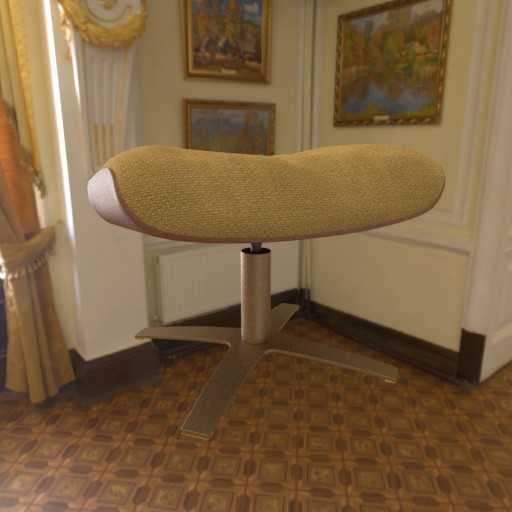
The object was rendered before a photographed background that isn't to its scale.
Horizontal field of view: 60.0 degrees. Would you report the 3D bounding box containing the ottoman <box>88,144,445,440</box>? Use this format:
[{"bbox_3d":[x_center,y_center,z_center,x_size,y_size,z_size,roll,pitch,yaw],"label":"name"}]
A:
[{"bbox_3d":[0.000,0.000,0.800,0.520,0.391,0.394,-7,17,-25],"label":"ottoman"}]
